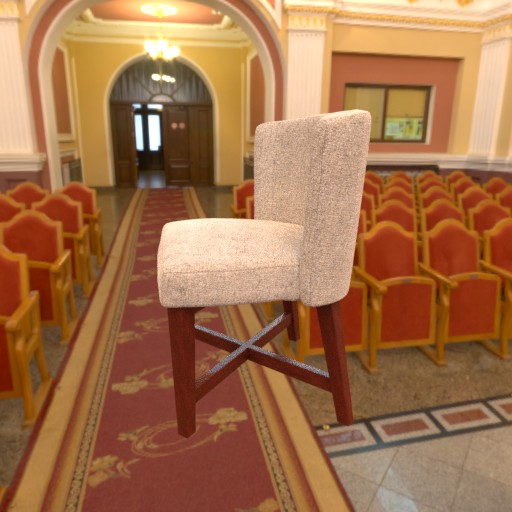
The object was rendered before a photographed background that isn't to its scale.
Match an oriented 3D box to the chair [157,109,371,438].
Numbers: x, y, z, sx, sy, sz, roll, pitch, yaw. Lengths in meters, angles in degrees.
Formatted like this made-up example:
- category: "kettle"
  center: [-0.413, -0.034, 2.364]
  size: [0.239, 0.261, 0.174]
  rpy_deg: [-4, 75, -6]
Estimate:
- category: "chair"
  center: [0.000, 0.000, 1.321]
  size: [0.575, 0.827, 0.728]
  rpy_deg: [-3, 16, -11]
